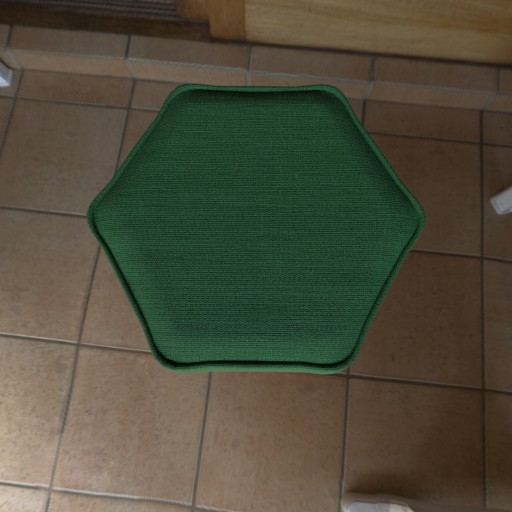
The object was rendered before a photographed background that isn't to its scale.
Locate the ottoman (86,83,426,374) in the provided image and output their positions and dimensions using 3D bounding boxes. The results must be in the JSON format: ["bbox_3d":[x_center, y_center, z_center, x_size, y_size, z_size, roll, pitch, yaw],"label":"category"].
[{"bbox_3d":[0.000,0.000,0.874,0.499,0.507,0.444,0,76,0],"label":"ottoman"}]
